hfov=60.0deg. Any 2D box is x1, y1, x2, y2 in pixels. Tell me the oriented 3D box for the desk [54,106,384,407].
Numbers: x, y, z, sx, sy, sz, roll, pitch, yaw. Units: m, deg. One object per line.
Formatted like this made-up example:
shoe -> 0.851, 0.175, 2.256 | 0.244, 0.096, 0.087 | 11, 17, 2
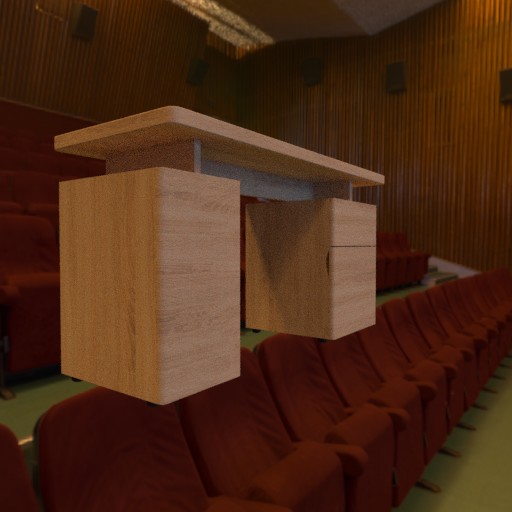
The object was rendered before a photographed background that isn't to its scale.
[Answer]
desk -> 0.000, 0.000, 1.787 | 0.550, 0.760, 1.400 | 1, 2, 37
